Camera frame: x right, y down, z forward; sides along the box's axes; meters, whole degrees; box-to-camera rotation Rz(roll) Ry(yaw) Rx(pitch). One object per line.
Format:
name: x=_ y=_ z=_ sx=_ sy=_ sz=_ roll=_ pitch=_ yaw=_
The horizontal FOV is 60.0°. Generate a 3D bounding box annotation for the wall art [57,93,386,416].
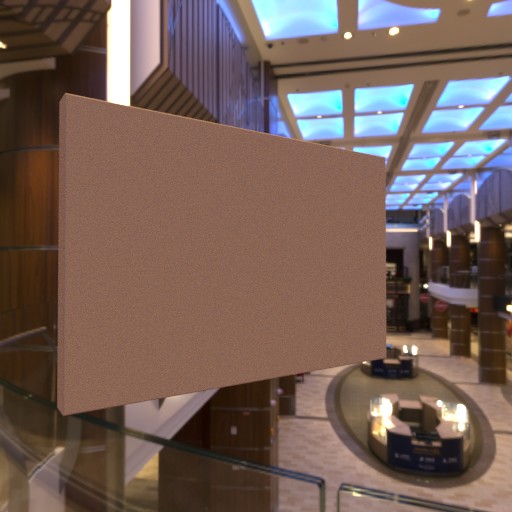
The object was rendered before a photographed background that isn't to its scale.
wall art: x=0.000 y=0.000 z=0.745 sx=0.609 sy=0.407 sz=0.039 roll=1 pitch=-1 yaw=-34
